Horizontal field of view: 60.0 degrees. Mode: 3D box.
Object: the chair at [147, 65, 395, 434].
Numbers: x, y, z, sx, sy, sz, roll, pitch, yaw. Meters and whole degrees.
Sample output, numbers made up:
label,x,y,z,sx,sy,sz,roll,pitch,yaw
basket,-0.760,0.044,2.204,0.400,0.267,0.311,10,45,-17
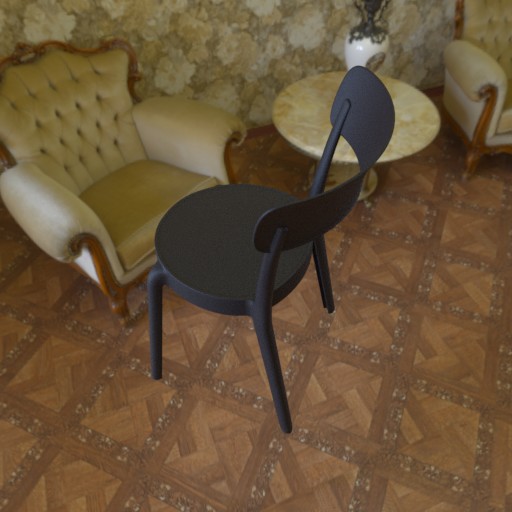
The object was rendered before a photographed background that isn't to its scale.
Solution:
label,x,y,z,sx,sy,sz,roll,pitch,yaw
chair,0.000,0.000,1.089,0.491,0.790,0.506,16,49,15
